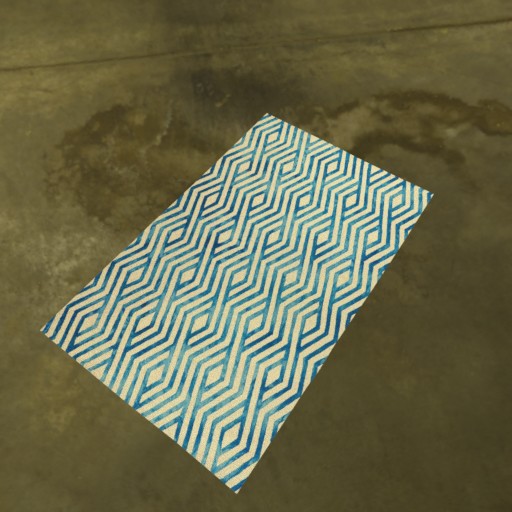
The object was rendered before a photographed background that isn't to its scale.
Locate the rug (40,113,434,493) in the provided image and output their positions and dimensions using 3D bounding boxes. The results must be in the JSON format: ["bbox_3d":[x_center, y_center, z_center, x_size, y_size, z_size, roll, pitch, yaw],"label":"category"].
[{"bbox_3d":[0.000,0.000,3.022,1.531,0.008,2.439,31,63,18],"label":"rug"}]
